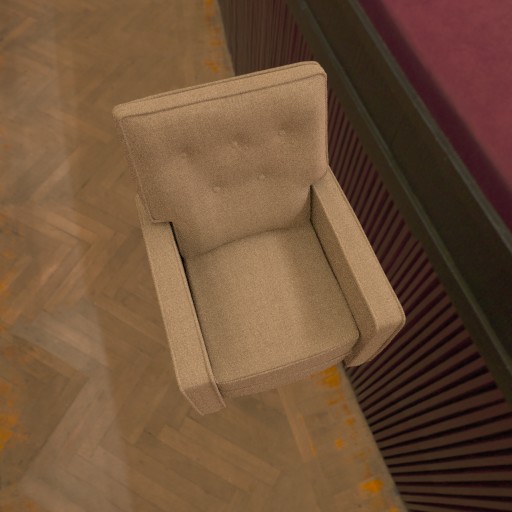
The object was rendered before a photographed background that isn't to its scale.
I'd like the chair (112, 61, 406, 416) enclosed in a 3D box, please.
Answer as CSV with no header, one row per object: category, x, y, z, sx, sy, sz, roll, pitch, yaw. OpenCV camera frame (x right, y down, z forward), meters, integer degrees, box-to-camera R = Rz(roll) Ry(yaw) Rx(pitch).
chair,0.000,0.000,1.424,0.648,0.888,0.754,-16,64,-8
